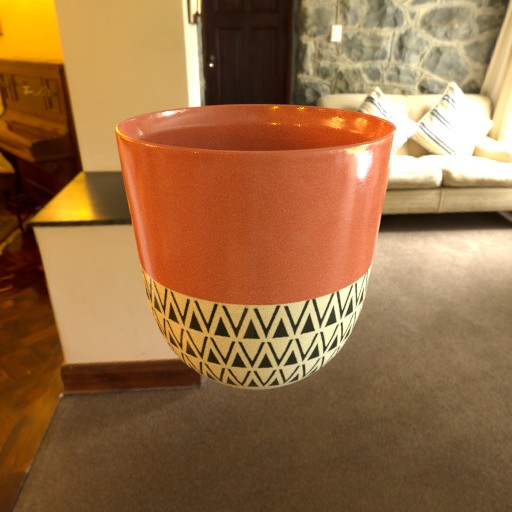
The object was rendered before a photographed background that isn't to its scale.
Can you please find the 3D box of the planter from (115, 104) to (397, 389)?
[{"bbox_3d":[0.000,0.000,0.364,0.195,0.214,0.195,0,26,0],"label":"planter"}]
